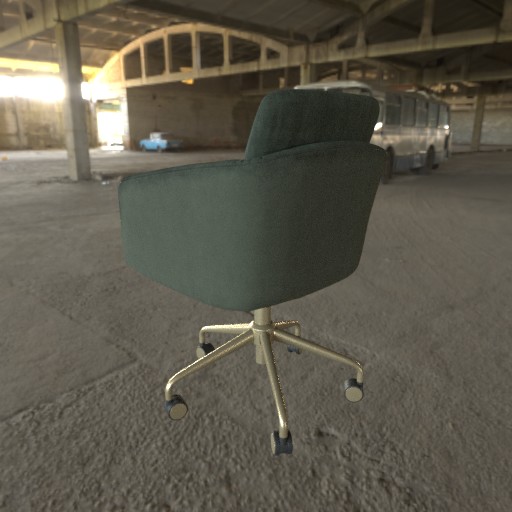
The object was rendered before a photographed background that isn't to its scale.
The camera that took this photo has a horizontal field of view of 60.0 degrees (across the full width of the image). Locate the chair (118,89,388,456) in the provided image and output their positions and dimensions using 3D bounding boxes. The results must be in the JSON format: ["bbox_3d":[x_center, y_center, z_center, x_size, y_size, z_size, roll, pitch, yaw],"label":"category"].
[{"bbox_3d":[0.000,0.000,1.350,0.635,0.908,0.641,15,22,43],"label":"chair"}]
